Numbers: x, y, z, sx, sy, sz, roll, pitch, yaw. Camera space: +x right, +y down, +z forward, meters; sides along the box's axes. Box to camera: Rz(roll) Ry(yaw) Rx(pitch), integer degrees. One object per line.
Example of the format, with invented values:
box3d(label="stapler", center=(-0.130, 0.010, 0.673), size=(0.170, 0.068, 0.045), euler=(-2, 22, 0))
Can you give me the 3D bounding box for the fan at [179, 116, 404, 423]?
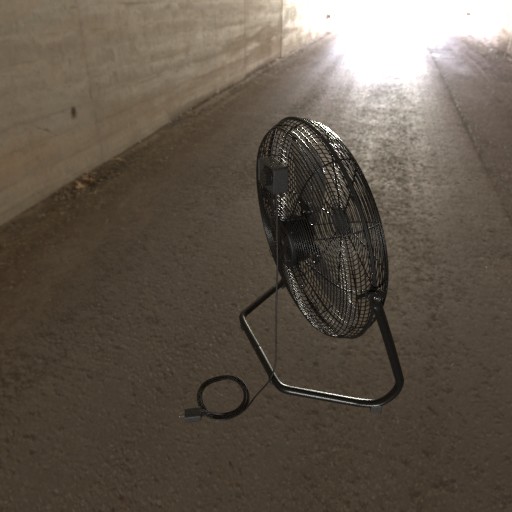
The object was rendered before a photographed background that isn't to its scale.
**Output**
box3d(label="fan", center=(0.000, 0.000, 1.026), size=(0.470, 0.605, 0.595), euler=(-11, 32, -17))
